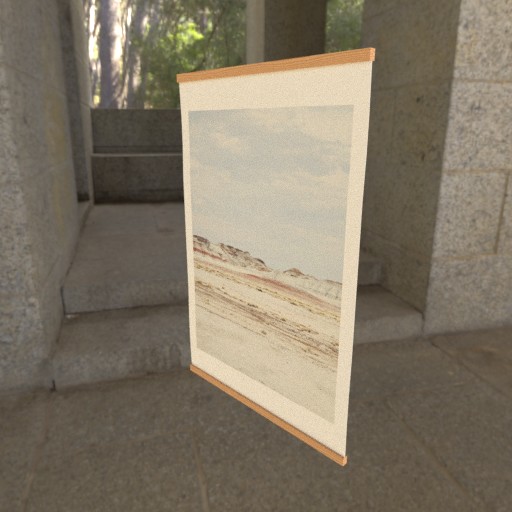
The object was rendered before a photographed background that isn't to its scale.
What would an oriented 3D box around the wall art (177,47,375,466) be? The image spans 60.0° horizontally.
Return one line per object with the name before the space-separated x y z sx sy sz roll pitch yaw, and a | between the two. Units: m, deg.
wall art | 0.000 0.000 1.900 0.025 1.521 1.011 -15 22 -42
